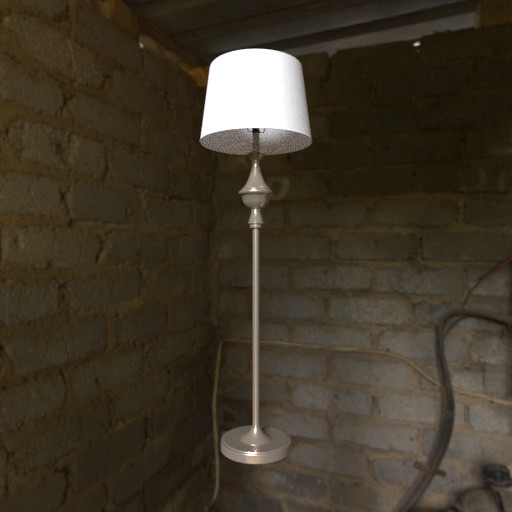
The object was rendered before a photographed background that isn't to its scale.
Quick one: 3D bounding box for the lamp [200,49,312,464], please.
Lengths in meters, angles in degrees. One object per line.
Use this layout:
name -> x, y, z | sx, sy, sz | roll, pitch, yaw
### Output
lamp -> 0.000, 0.000, 1.714 | 0.431, 1.488, 0.431 | 0, 1, 0
